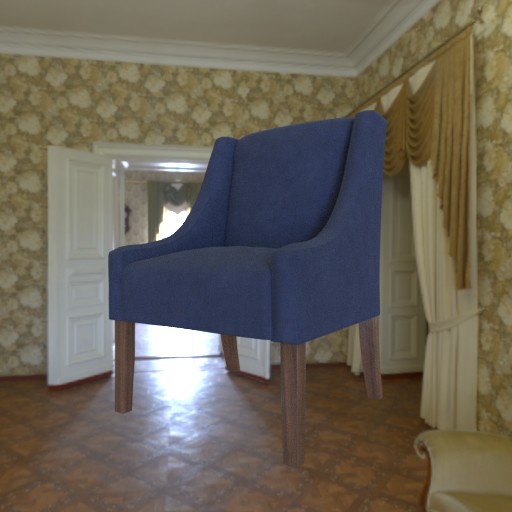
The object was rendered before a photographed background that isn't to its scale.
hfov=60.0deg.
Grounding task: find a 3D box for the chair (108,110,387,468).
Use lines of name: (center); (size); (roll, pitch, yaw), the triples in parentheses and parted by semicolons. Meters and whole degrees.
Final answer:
chair: (0.000, 0.000, 1.343); (0.629, 0.895, 0.629); (0, 1, 34)
